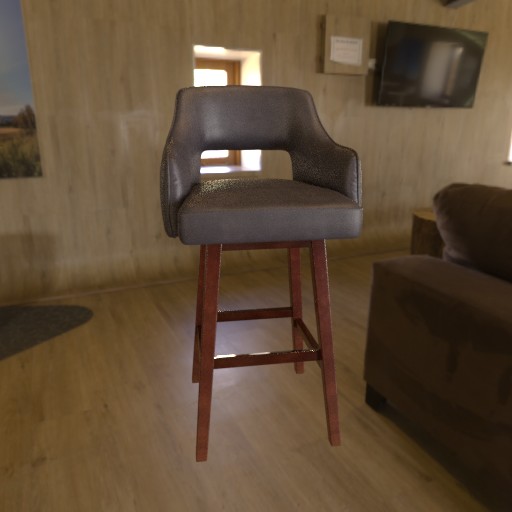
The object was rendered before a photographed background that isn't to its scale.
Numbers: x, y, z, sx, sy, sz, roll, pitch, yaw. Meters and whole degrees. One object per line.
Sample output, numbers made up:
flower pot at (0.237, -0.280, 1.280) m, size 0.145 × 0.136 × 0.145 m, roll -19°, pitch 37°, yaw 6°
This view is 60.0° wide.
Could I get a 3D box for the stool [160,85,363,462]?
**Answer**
stool at (0.000, 0.000, 1.373) m, size 0.550 × 1.041 × 0.560 m, roll -3°, pitch 16°, yaw -9°
